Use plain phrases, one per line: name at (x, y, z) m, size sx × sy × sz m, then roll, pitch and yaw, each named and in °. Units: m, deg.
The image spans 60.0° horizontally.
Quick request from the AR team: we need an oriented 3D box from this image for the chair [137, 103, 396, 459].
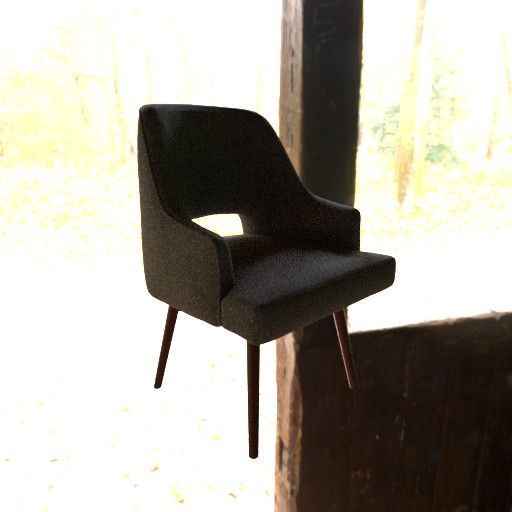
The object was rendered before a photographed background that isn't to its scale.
chair at (0.000, 0.000, 1.305) m, size 0.608 × 0.875 × 0.629 m, roll -14°, pitch 21°, yaw -43°
